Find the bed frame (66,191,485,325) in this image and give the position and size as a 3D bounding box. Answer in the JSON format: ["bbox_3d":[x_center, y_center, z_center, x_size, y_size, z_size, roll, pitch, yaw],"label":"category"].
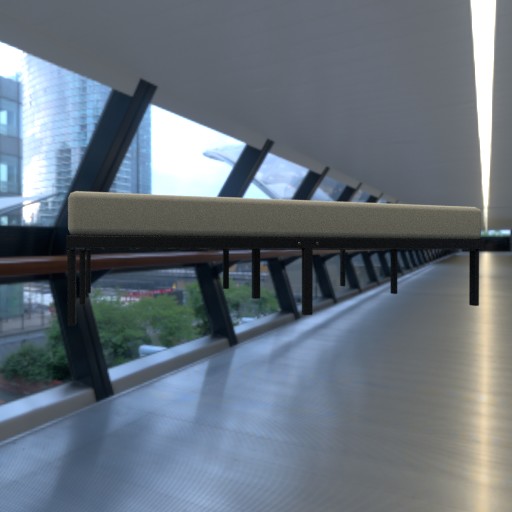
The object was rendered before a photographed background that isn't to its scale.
[{"bbox_3d":[0.000,0.000,3.544,2.635,0.680,1.990,0,1,-18],"label":"bed frame"}]
